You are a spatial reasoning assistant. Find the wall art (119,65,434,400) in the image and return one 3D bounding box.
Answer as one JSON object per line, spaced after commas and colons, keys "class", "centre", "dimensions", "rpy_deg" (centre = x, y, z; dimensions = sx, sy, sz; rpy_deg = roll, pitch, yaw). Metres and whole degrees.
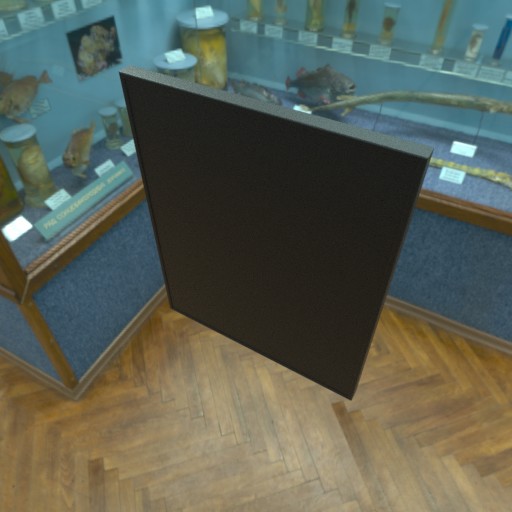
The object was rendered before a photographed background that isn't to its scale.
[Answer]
{"class": "wall art", "centre": [0.000, 0.000, 0.765], "dimensions": [0.451, 0.551, 0.028], "rpy_deg": [23, 49, 21]}
